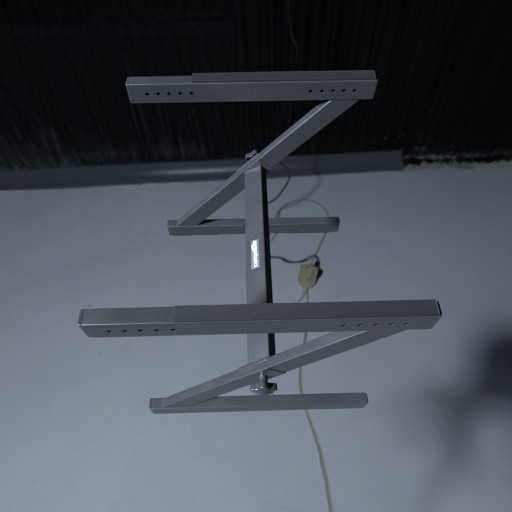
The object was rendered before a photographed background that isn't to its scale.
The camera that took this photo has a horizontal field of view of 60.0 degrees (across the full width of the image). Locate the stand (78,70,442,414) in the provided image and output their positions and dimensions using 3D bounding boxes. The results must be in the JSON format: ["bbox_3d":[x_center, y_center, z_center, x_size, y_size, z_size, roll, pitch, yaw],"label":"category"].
[{"bbox_3d":[0.000,0.000,1.126,0.586,0.617,0.700,-1,58,-1],"label":"stand"}]
